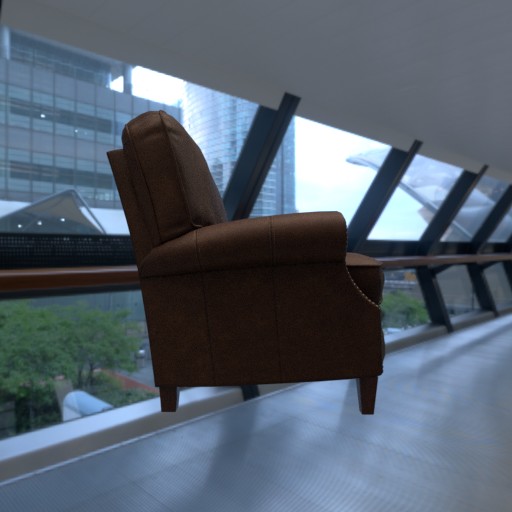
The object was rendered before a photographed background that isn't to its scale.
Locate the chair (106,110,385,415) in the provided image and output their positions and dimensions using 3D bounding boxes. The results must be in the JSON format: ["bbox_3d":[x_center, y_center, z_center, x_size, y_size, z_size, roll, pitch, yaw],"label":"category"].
[{"bbox_3d":[0.000,0.000,1.789,0.986,1.018,0.936,0,0,0],"label":"chair"}]
